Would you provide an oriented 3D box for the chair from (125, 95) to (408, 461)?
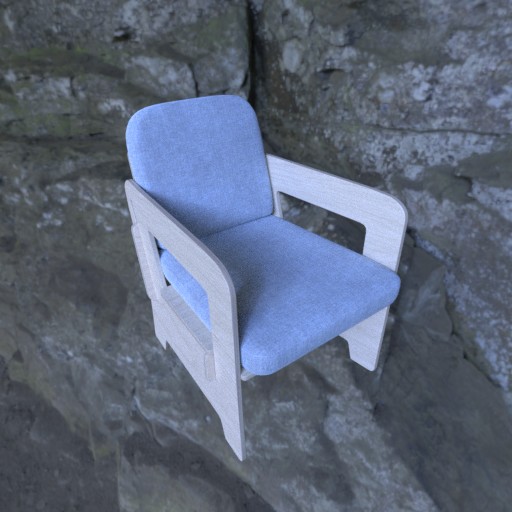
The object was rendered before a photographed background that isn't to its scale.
[{"bbox_3d":[0.000,0.000,1.310,0.590,0.800,0.710,-22,37,-32],"label":"chair"}]
